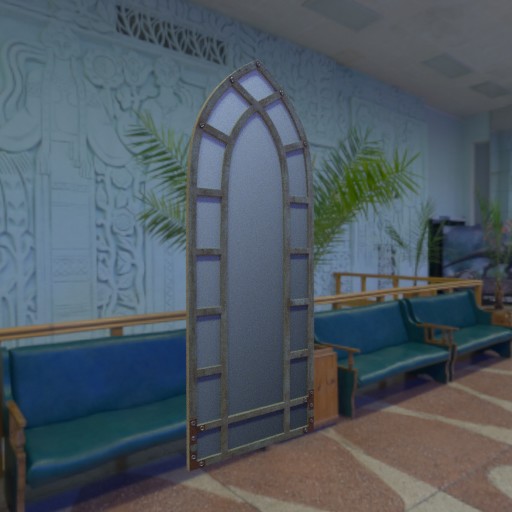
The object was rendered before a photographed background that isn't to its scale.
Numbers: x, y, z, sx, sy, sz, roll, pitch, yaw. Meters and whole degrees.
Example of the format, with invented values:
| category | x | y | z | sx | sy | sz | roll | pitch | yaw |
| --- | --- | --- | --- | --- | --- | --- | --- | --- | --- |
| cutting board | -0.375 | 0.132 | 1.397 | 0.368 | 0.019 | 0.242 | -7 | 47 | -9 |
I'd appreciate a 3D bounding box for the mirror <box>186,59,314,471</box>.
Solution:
| category | x | y | z | sx | sy | sz | roll | pitch | yaw |
| --- | --- | --- | --- | --- | --- | --- | --- | --- | --- |
| mirror | 0.000 | 0.000 | 1.344 | 0.464 | 1.175 | 0.025 | -1 | 1 | -36 |
